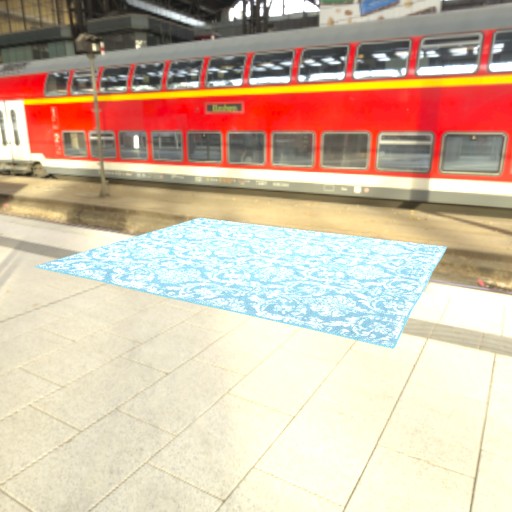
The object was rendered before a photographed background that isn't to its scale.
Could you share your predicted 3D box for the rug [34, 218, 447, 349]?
[{"bbox_3d":[0.000,0.000,4.044,2.980,0.012,2.363,9,18,28],"label":"rug"}]
